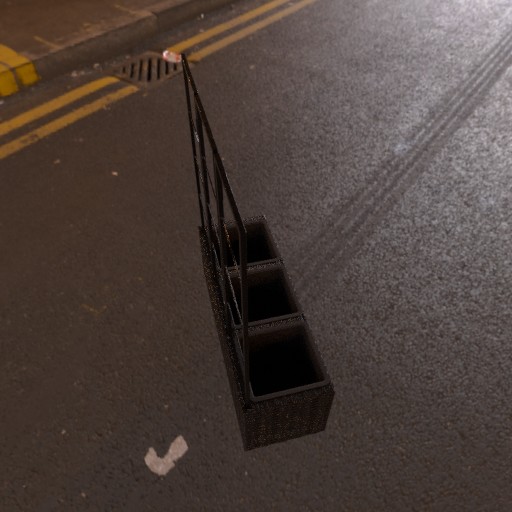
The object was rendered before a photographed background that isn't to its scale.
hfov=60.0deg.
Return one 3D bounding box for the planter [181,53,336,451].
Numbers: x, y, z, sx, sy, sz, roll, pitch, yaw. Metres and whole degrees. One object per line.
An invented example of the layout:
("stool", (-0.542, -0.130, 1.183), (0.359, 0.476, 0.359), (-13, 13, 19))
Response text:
("planter", (0.000, 0.000, 1.204), (0.244, 0.841, 0.698), (-10, 48, -10))
